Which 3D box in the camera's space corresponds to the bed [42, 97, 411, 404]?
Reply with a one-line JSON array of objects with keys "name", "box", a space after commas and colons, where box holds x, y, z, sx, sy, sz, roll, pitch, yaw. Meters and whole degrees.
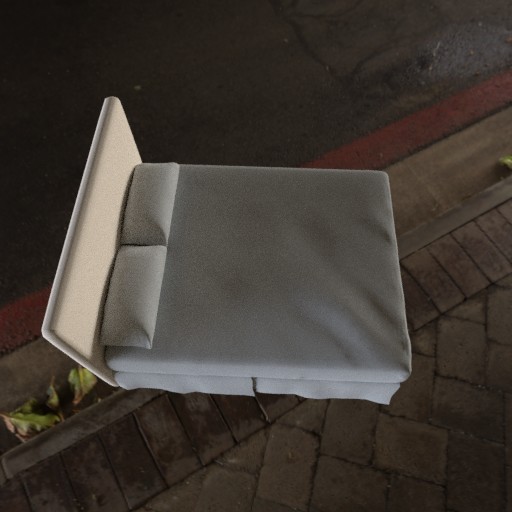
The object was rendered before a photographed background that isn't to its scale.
[{"name": "bed", "box": [0.000, 0.000, 3.157, 2.142, 1.330, 1.748, 2, 62, 1]}]
